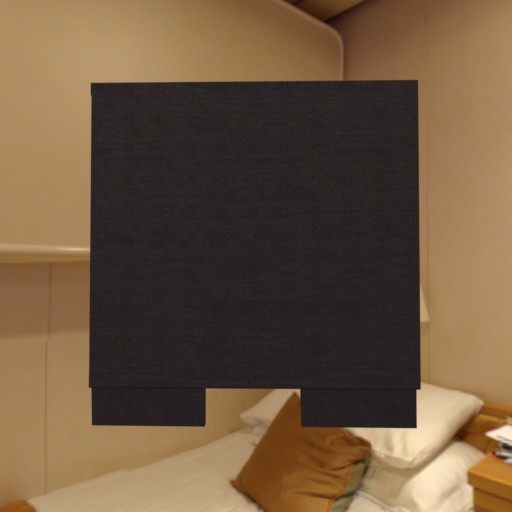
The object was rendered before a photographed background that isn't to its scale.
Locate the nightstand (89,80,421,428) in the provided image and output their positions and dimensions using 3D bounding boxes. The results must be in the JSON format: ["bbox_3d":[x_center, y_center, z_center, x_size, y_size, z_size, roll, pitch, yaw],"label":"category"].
[{"bbox_3d":[0.000,0.000,0.743,0.427,0.448,0.347,0,-1,1],"label":"nightstand"}]
